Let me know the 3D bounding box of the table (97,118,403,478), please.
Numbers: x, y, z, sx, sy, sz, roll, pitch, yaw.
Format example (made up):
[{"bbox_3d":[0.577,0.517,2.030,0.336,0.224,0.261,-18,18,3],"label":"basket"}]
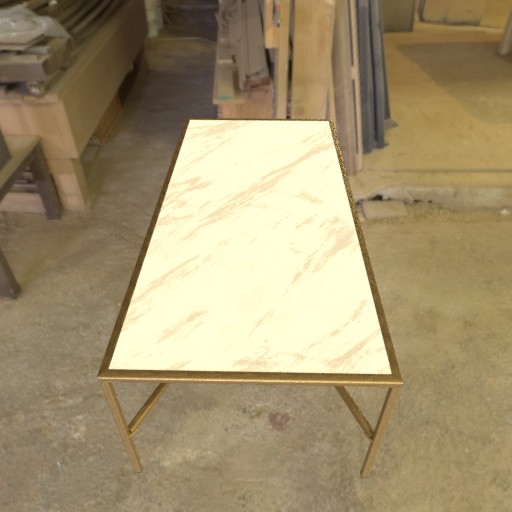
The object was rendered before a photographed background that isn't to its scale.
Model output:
[{"bbox_3d":[0.000,0.000,1.417,0.577,0.405,1.197,1,40,1],"label":"table"}]
